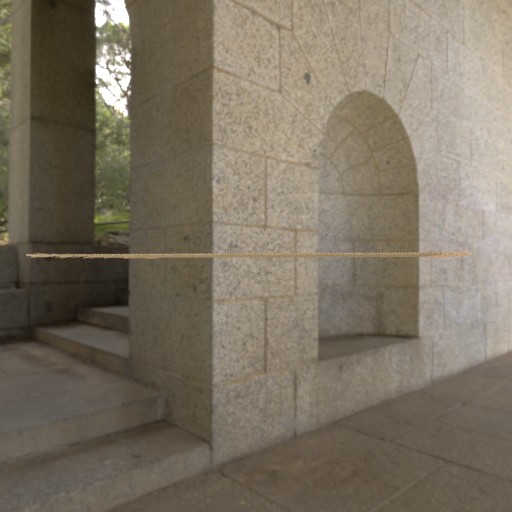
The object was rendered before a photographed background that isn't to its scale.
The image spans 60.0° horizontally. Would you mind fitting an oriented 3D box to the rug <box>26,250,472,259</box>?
[{"bbox_3d":[0.000,0.000,3.075,2.523,0.034,1.528,0,-1,18],"label":"rug"}]
